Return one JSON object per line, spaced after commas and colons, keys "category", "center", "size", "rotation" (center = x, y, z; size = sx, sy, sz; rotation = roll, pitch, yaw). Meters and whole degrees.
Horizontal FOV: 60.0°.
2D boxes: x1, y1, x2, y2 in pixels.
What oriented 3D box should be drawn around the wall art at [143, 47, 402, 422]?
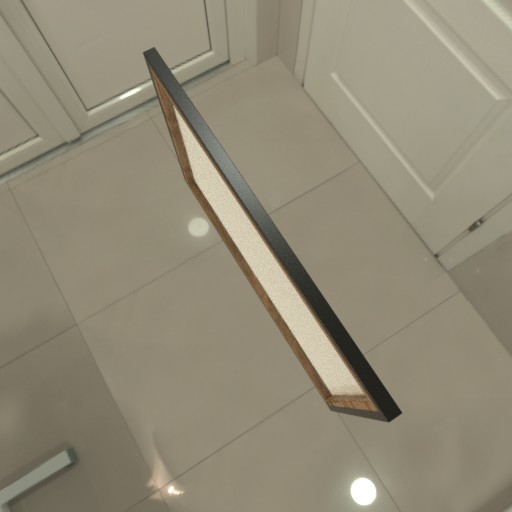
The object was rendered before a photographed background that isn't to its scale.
{"category": "wall art", "center": [0.000, 0.000, 0.845], "size": [0.022, 0.446, 0.659], "rotation": [-31, 75, -9]}
